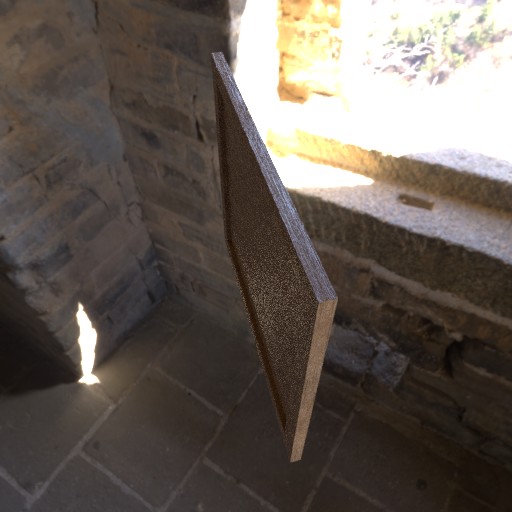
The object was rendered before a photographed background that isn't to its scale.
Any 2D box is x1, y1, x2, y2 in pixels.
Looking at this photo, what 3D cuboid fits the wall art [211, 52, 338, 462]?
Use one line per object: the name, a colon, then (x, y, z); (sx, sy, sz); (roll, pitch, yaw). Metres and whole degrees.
wall art: (0.000, 0.000, 0.965); (0.026, 0.588, 0.690); (-11, 49, -10)
